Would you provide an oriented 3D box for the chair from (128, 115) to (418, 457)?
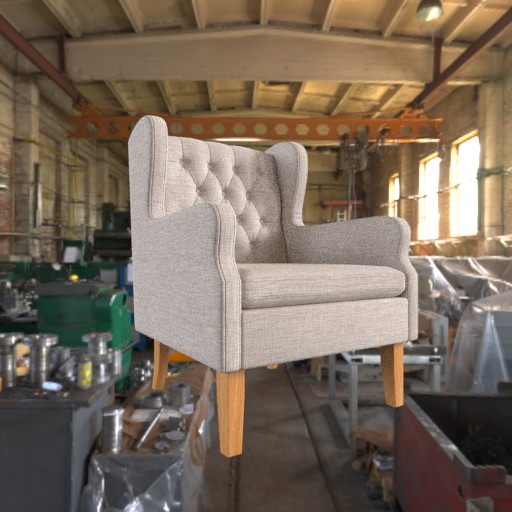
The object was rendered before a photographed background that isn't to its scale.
[{"bbox_3d":[0.000,0.000,1.486,0.710,0.930,0.760,0,0,-35],"label":"chair"}]
